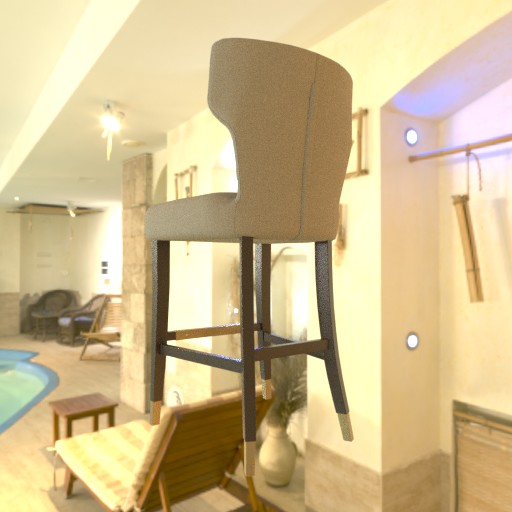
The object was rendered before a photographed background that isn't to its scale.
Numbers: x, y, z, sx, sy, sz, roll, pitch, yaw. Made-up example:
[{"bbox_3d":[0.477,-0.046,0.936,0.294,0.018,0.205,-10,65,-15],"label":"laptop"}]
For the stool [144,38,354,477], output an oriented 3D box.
[{"bbox_3d":[0.000,0.000,1.386,0.526,1.092,0.563,1,-1,-36],"label":"stool"}]
